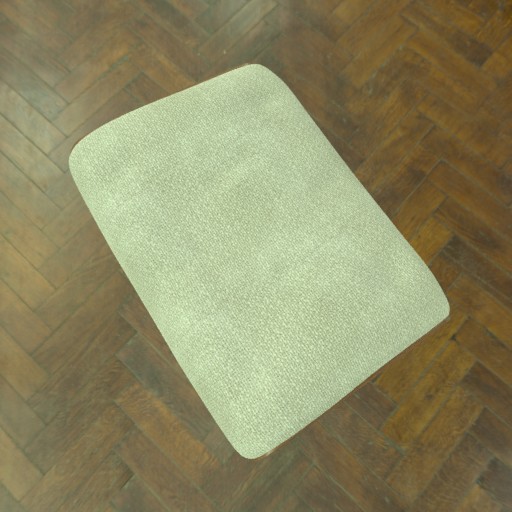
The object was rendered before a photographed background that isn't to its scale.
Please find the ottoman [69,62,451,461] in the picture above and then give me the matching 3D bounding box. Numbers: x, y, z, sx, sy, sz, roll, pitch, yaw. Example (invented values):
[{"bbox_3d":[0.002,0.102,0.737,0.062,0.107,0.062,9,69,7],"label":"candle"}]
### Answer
[{"bbox_3d":[0.000,0.000,0.787,0.394,0.391,0.520,-32,77,-8],"label":"ottoman"}]
